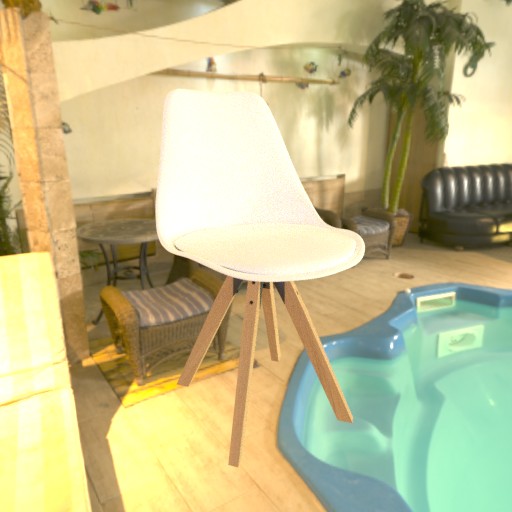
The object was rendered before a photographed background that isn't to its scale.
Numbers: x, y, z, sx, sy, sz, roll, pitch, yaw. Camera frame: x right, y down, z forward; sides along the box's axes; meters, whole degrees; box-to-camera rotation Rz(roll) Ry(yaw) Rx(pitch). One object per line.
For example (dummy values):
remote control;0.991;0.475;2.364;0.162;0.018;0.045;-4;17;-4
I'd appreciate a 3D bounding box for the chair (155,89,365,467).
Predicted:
chair;0.000;0.000;1.163;0.485;0.849;0.550;-9;18;-27
